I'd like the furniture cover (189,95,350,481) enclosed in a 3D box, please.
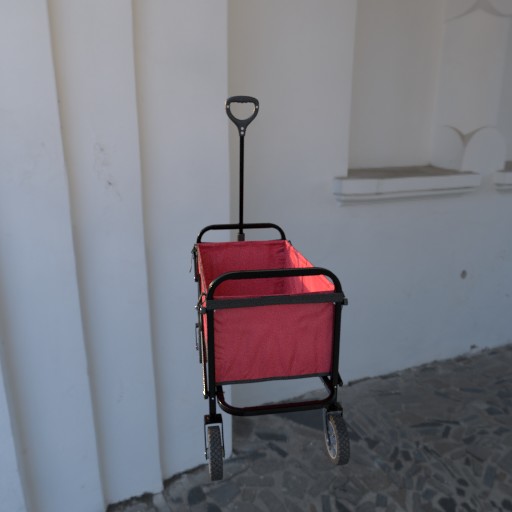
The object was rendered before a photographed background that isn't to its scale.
[{"bbox_3d":[0.000,0.000,1.799,0.532,1.295,1.038,-2,15,-9],"label":"furniture cover"}]
